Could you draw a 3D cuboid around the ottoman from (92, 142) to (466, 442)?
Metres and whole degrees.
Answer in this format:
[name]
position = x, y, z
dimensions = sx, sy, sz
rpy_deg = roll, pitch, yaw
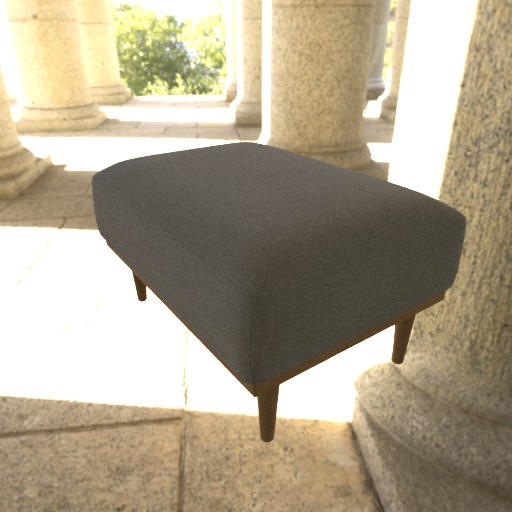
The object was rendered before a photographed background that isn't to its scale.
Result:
[ottoman]
position = 0.000, 0.000, 1.073
dimensions = 0.549, 0.428, 0.749
rpy_deg = -18, 31, -31
